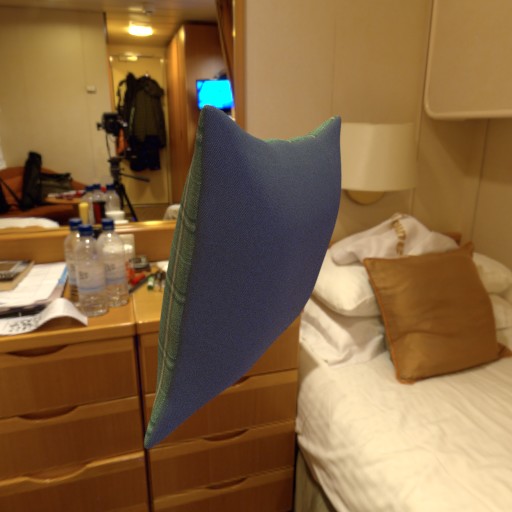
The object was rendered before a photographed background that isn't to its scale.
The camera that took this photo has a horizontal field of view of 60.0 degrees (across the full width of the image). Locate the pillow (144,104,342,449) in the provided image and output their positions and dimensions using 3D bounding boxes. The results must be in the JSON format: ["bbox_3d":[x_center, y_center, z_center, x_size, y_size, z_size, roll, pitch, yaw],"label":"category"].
[{"bbox_3d":[0.000,0.000,0.693,0.200,0.430,0.453,8,18,25],"label":"pillow"}]
